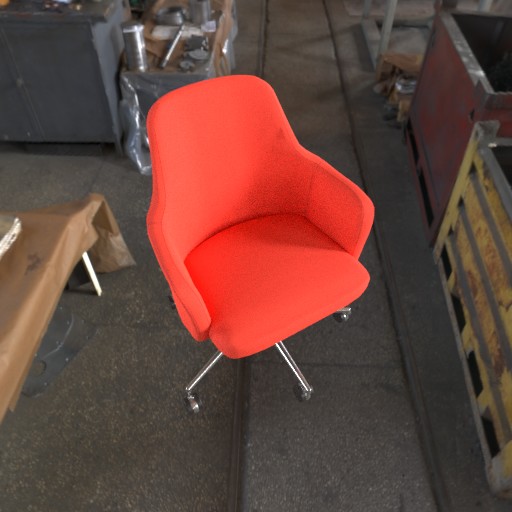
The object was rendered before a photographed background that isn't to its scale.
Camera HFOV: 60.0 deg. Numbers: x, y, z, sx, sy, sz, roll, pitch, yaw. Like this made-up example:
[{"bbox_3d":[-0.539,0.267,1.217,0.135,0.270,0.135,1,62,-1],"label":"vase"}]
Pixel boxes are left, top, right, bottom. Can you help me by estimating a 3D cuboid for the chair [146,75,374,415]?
[{"bbox_3d":[0.000,0.000,1.275,0.655,0.820,0.600,-24,51,-21],"label":"chair"}]
